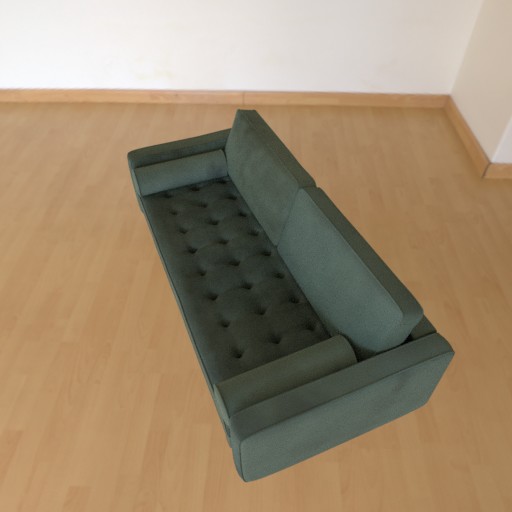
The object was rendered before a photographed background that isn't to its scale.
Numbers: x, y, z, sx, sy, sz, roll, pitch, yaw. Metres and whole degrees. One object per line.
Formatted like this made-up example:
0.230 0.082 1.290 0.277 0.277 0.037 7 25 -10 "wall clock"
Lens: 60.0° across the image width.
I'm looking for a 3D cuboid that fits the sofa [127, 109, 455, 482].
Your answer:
0.000 0.000 2.291 0.916 0.772 1.880 -17 48 -16 "sofa"
